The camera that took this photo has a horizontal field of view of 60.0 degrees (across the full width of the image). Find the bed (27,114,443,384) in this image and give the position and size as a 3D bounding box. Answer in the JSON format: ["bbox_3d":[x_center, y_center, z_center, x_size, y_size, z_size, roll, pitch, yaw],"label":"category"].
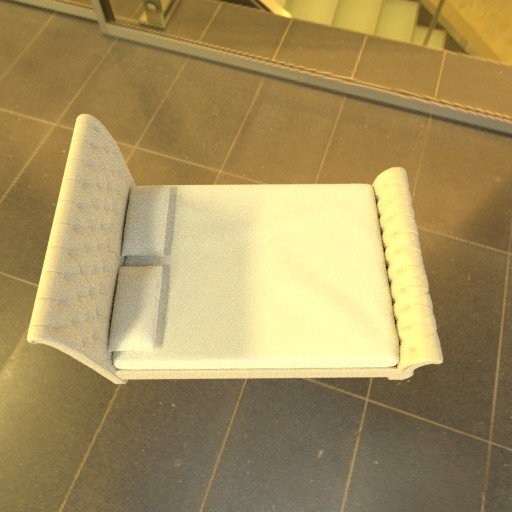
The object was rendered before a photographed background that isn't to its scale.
[{"bbox_3d":[0.000,0.000,3.280,2.493,1.268,1.606,0,63,0],"label":"bed"}]
